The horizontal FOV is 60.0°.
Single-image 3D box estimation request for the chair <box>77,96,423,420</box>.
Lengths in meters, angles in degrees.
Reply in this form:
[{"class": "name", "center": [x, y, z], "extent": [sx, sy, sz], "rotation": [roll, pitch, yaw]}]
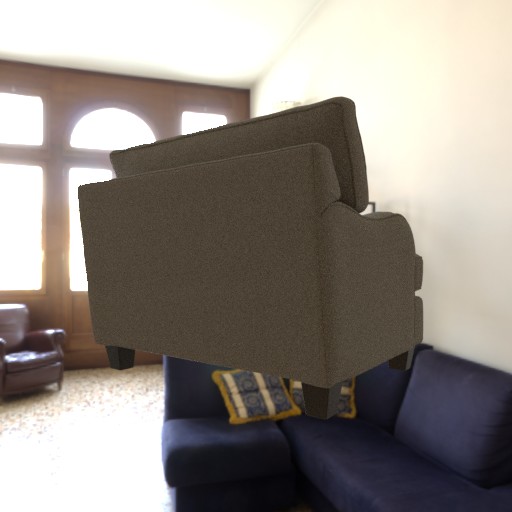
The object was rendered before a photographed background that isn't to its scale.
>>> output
[{"class": "chair", "center": [0.000, 0.000, 1.984], "extent": [1.220, 1.016, 1.040], "rotation": [0, -1, 37]}]
